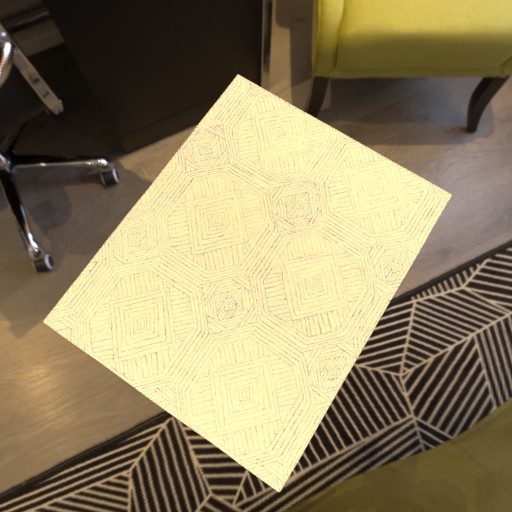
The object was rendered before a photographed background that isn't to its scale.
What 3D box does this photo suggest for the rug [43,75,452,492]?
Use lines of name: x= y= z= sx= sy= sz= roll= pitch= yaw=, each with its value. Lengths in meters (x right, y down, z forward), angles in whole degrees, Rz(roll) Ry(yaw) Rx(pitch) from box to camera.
rug: x=0.000 y=0.000 z=4.038 sx=2.457 sy=0.015 sz=3.049 roll=32 pitch=77 yaw=9
